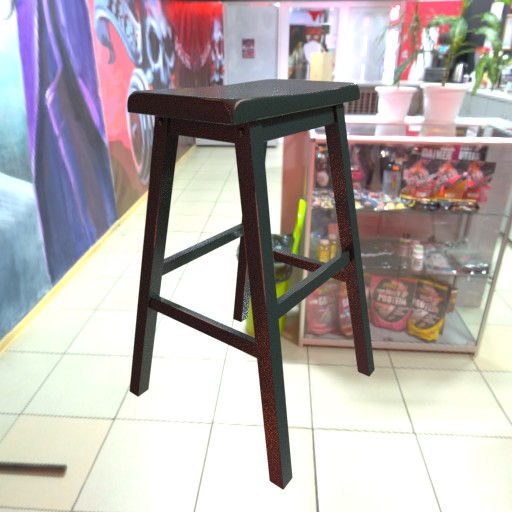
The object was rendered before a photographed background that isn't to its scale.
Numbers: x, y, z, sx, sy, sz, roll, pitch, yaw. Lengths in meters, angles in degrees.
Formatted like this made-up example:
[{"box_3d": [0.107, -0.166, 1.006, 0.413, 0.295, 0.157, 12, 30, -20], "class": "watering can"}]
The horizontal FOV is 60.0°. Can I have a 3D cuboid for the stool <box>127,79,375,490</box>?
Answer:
[{"box_3d": [0.000, 0.000, 1.028, 0.476, 0.737, 0.457, 17, 30, 33], "class": "stool"}]
